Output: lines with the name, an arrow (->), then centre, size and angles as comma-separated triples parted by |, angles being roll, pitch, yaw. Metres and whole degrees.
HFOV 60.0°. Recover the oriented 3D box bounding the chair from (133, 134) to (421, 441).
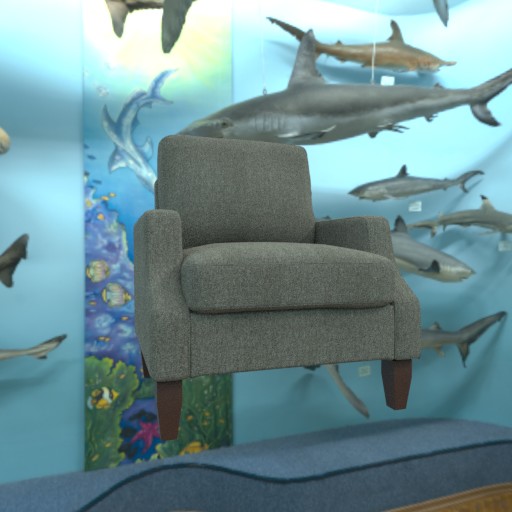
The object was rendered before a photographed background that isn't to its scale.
chair -> 0.000, 0.000, 1.671 | 0.855, 0.993, 0.897 | 0, 1, -18
